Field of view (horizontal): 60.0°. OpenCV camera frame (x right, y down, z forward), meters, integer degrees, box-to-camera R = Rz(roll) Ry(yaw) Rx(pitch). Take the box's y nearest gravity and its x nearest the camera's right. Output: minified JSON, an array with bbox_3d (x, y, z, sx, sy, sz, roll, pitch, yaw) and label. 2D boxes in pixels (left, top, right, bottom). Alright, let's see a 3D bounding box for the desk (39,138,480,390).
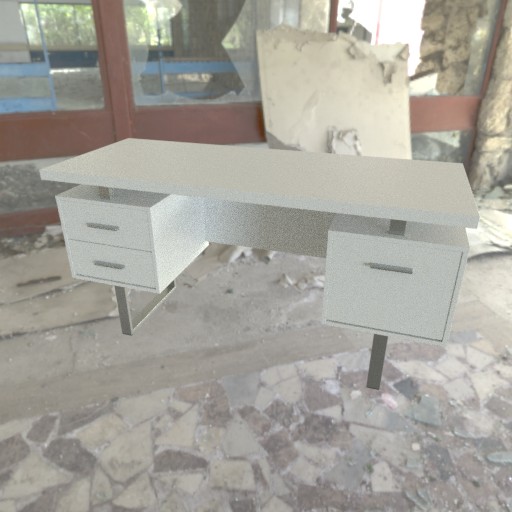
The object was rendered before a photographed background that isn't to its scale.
[{"bbox_3d":[0.000,0.000,1.886,1.530,0.773,0.603,8,28,16],"label":"desk"}]
